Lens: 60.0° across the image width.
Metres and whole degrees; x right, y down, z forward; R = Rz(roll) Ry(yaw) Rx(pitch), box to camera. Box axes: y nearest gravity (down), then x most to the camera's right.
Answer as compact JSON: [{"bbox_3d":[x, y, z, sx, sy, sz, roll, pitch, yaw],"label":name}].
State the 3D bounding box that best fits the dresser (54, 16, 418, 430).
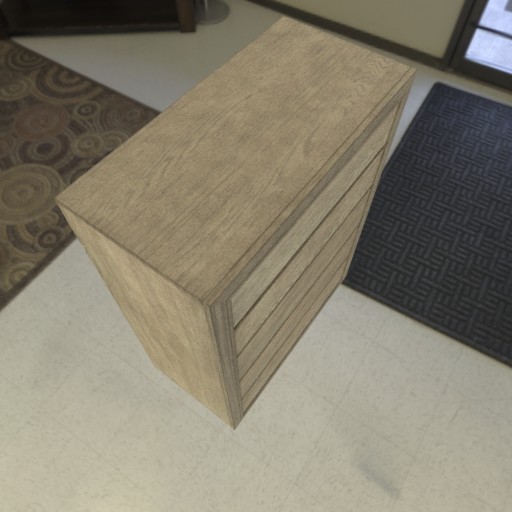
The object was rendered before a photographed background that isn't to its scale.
[{"bbox_3d":[0.000,0.000,1.731,0.483,1.295,0.967,32,63,18],"label":"dresser"}]
